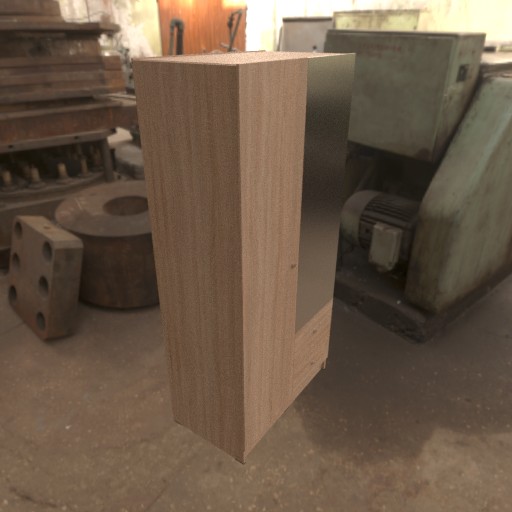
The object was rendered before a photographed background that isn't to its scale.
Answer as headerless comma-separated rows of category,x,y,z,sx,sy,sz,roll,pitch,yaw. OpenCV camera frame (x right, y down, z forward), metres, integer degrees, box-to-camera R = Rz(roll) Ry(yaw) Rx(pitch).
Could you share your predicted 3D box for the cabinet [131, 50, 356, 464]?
cabinet,0.000,0.000,2.567,0.590,2.121,1.001,18,32,31
